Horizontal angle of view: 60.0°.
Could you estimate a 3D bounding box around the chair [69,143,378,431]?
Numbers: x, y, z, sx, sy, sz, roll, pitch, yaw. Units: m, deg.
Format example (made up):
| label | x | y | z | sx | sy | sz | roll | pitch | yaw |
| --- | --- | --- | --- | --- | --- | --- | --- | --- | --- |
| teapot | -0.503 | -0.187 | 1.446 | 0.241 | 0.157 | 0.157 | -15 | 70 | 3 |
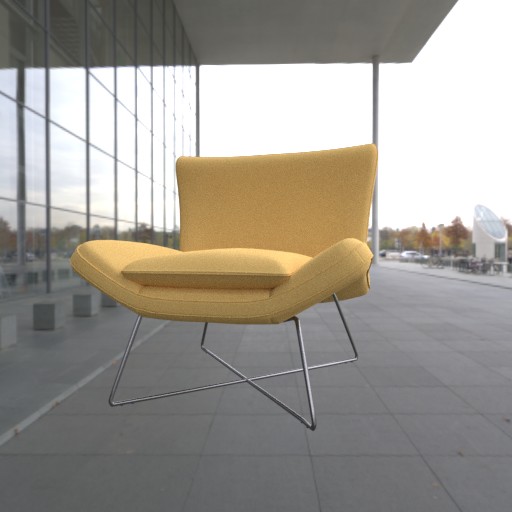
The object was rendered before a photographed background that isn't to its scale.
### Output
| label | x | y | z | sx | sy | sz | roll | pitch | yaw |
| --- | --- | --- | --- | --- | --- | --- | --- | --- | --- |
| chair | 0.000 | 0.000 | 1.615 | 0.859 | 0.855 | 1.008 | 0 | 1 | 17 |
